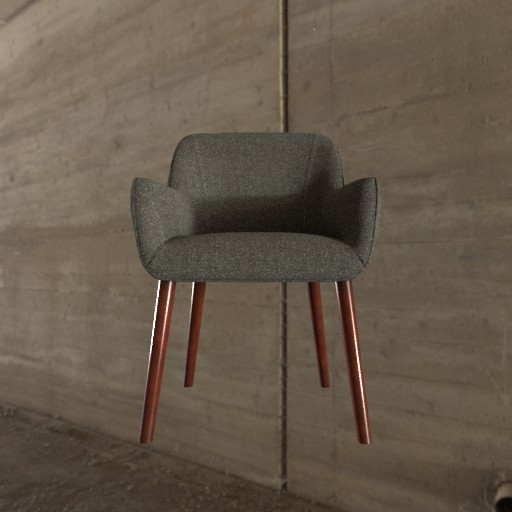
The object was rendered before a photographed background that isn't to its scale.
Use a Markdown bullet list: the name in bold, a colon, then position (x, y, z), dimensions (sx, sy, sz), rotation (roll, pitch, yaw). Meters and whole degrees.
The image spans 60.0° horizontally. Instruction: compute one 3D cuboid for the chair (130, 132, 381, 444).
- **chair**: position (0.000, 0.000, 1.187), dimensions (0.543, 0.803, 0.519), rotation (0, -1, 0)
